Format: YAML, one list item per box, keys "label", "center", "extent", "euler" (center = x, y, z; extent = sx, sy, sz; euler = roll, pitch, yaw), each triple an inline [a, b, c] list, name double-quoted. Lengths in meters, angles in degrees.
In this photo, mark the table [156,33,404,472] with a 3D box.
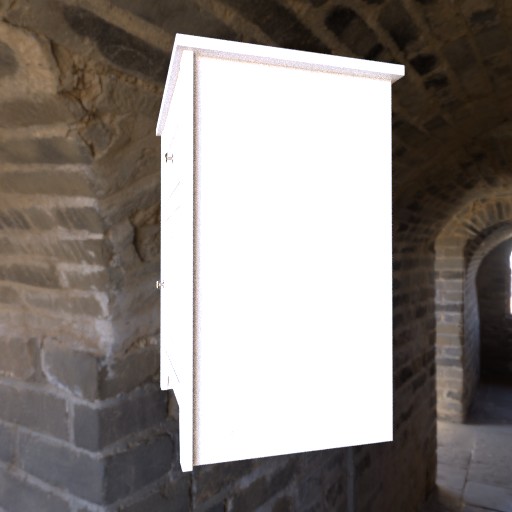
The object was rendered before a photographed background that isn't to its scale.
- label: "table"
  center: [0.000, 0.000, 0.918]
  extent: [0.381, 0.635, 0.480]
  euler: [0, -1, -16]
